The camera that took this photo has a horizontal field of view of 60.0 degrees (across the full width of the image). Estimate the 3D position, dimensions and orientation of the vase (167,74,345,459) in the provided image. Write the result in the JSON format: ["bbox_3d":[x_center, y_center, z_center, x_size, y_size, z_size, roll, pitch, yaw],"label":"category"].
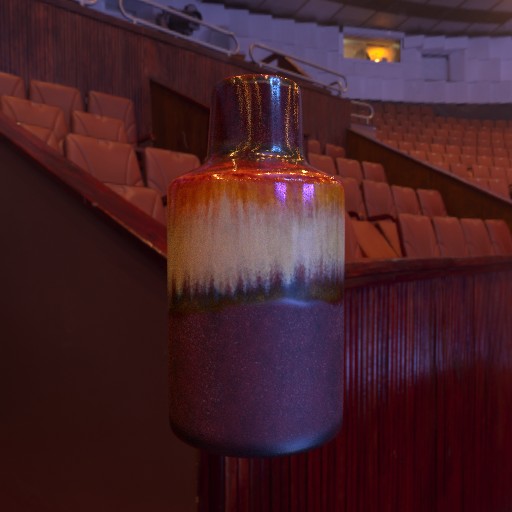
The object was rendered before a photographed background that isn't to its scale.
[{"bbox_3d":[0.000,0.000,0.275,0.108,0.204,0.108,0,2,0],"label":"vase"}]
